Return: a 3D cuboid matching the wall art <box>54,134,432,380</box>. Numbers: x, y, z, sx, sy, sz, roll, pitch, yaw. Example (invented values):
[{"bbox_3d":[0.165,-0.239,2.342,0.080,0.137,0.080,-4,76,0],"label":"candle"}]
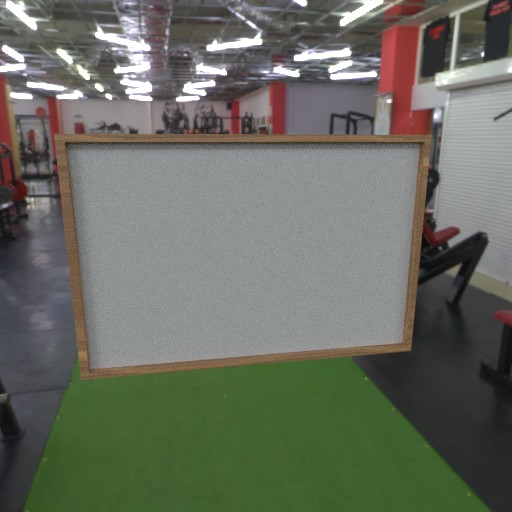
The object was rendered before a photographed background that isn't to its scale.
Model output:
[{"bbox_3d":[0.000,0.000,1.430,1.137,0.756,0.034,-3,15,-10],"label":"wall art"}]
